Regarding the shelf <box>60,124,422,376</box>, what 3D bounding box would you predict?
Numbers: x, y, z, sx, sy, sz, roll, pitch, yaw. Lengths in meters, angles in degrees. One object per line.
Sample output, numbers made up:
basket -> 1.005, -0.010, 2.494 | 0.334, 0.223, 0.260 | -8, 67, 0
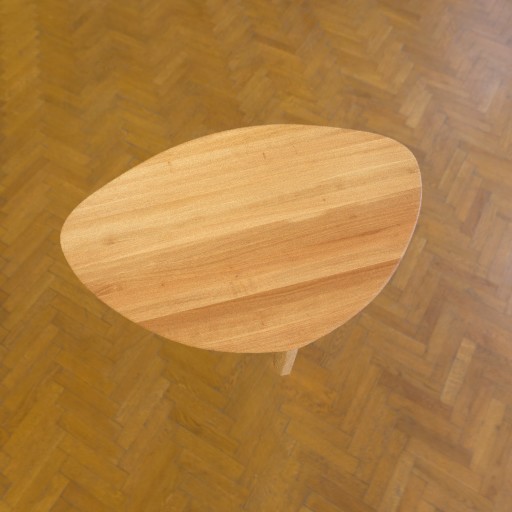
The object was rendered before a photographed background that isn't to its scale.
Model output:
shelf -> 0.000, 0.000, 1.651 | 1.246, 0.440, 0.845 | -14, 65, -7
